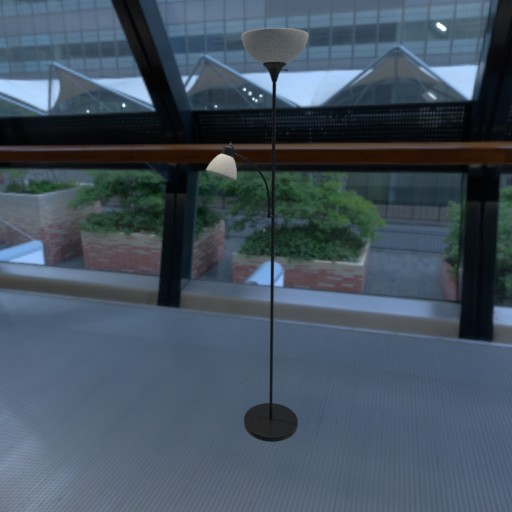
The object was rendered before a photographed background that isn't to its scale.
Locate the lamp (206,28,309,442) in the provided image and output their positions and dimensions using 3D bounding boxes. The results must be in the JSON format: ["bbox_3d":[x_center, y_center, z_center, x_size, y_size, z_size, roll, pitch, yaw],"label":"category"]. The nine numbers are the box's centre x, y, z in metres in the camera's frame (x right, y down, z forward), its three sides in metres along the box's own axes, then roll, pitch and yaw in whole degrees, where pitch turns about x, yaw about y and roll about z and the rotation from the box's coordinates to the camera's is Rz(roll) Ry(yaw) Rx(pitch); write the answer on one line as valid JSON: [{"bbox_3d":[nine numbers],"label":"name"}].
[{"bbox_3d":[0.000,0.000,1.975,0.442,1.804,0.279,-8,18,-27],"label":"lamp"}]
